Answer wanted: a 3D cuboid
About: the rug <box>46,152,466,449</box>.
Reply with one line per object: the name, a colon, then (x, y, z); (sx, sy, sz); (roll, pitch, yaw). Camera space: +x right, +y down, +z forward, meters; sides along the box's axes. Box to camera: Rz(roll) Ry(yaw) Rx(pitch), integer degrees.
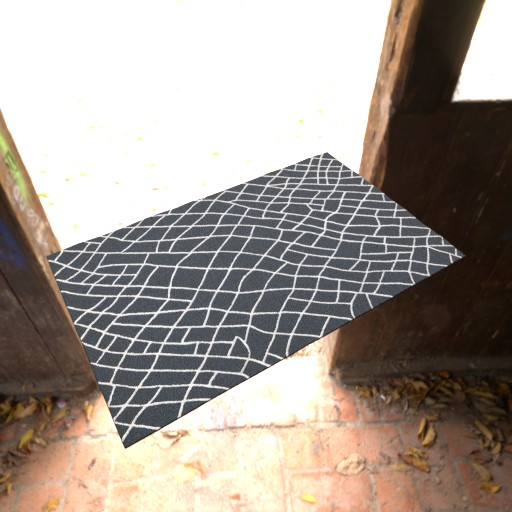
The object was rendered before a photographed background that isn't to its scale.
rug: (0.000, 0.000, 3.039); (2.448, 0.017, 1.529); (-24, 51, -22)
